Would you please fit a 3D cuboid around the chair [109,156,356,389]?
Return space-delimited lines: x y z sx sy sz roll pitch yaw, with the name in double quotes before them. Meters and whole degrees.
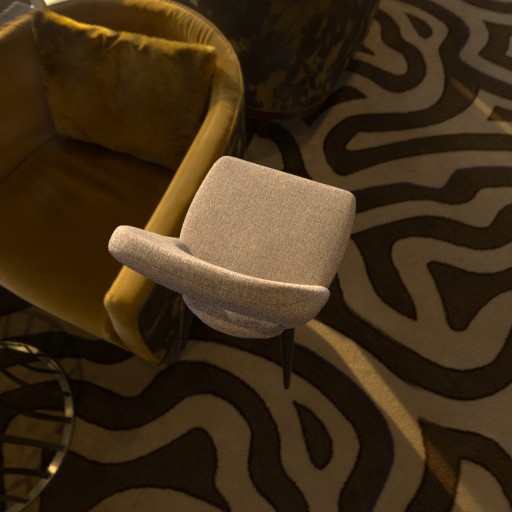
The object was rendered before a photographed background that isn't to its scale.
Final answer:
"chair" 0.000 0.000 1.265 0.470 0.931 0.612 18 64 9
